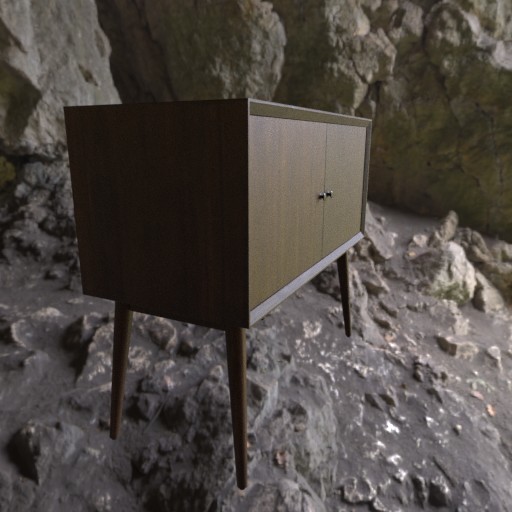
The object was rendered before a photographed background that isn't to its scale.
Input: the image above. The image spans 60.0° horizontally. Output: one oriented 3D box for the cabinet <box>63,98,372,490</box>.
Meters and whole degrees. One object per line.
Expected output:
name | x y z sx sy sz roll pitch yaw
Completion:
cabinet | 0.000 0.000 1.075 0.354 0.654 0.743 7 16 26
